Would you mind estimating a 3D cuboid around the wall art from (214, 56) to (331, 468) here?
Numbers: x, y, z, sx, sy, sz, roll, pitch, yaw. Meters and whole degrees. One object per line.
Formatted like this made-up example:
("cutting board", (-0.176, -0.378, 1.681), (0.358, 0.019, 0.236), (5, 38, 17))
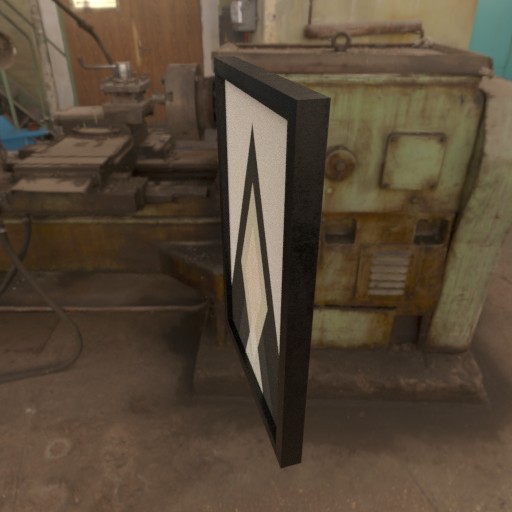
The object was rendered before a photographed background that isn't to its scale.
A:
("wall art", (0.000, 0.000, 0.592), (0.031, 0.457, 0.313), (-8, 31, -14))
